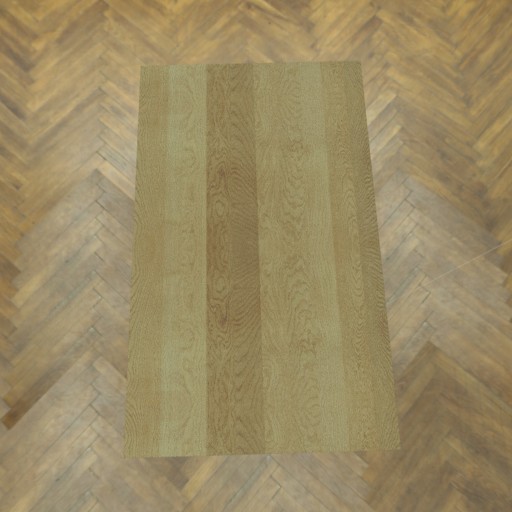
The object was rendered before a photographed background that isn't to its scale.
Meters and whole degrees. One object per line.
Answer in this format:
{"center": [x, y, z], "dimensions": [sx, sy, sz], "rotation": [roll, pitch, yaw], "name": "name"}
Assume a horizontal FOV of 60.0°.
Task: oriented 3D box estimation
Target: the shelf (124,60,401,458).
{"center": [0.000, 0.000, 1.480], "dimensions": [0.700, 0.450, 1.150], "rotation": [-2, 75, 0], "name": "shelf"}
